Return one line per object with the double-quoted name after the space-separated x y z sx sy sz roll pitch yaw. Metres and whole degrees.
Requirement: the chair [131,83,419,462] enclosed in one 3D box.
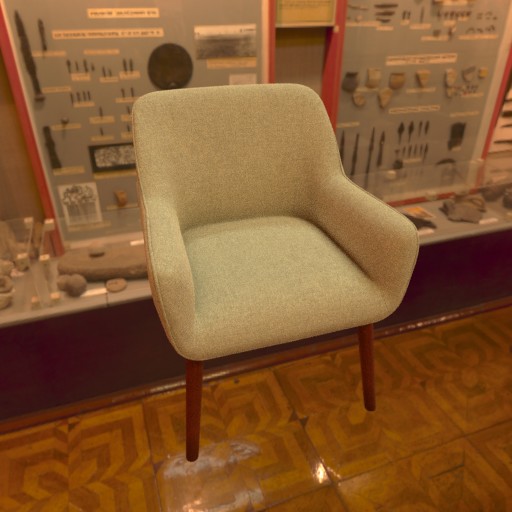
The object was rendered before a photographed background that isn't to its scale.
0.000 0.000 1.241 0.610 0.813 0.610 -9 32 -15 "chair"
